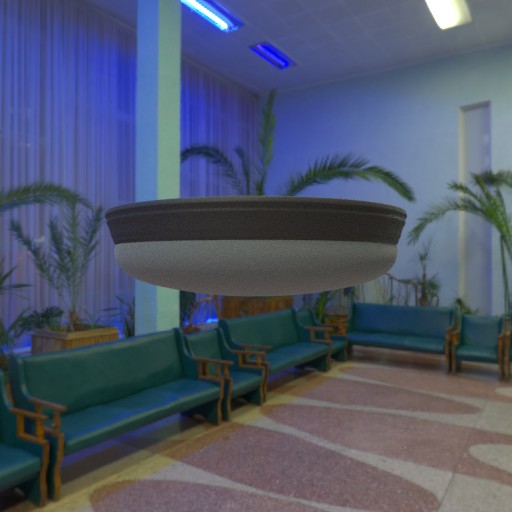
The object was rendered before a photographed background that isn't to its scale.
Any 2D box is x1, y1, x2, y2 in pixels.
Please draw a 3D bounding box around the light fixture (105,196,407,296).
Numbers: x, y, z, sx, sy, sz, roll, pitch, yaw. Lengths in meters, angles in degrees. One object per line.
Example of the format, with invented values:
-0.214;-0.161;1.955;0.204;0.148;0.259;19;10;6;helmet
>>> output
0.000;0.000;0.569;0.368;0.100;0.368;0;-1;0;light fixture
